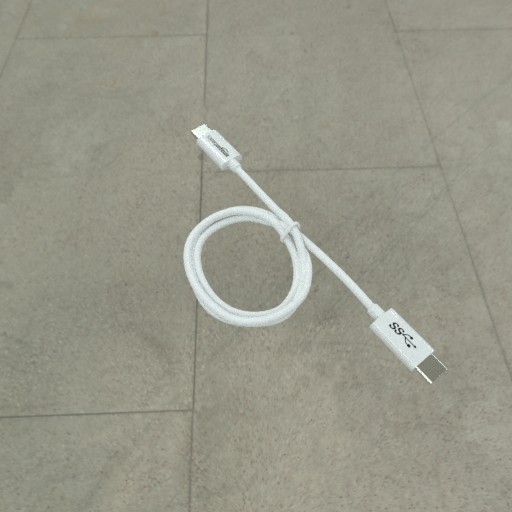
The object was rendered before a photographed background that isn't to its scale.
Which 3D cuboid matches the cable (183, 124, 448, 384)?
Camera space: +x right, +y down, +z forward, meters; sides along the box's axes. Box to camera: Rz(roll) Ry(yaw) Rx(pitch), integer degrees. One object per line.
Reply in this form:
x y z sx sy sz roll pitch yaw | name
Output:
0.000 0.000 0.215 0.070 0.014 0.186 -33 64 -18 | cable
